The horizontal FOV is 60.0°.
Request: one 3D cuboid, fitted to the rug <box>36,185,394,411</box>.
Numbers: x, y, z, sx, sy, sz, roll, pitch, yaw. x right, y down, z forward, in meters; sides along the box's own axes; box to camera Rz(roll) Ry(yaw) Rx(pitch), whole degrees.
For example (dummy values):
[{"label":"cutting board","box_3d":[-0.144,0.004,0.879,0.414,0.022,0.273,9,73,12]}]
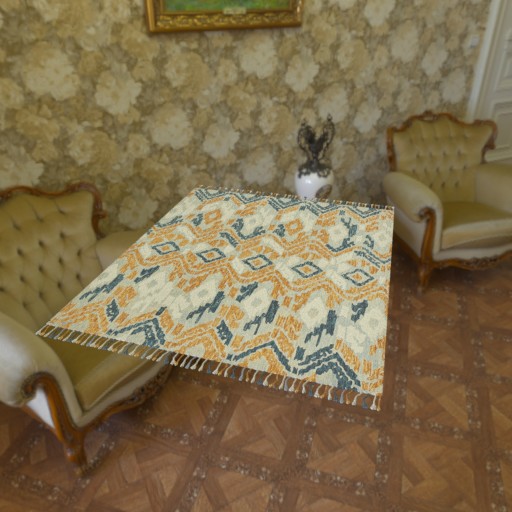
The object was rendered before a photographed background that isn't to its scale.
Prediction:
[{"label":"rug","box_3d":[0.000,0.000,4.166,2.439,0.010,3.048,9,32,14]}]
